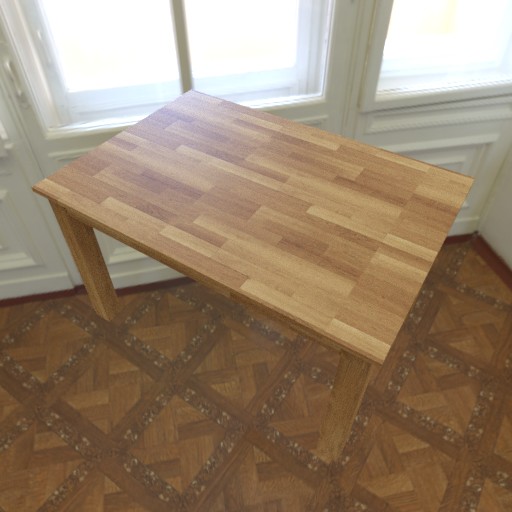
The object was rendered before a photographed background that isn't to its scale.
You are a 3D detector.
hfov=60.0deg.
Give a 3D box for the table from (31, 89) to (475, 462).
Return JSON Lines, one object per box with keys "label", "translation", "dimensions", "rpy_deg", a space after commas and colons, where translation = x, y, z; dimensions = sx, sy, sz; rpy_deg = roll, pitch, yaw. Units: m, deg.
{"label": "table", "translation": [0.000, 0.000, 1.845], "dimensions": [1.300, 0.750, 0.900], "rpy_deg": [25, 51, 22]}
